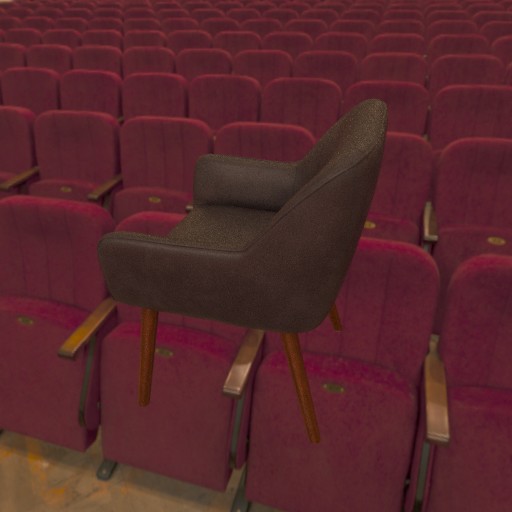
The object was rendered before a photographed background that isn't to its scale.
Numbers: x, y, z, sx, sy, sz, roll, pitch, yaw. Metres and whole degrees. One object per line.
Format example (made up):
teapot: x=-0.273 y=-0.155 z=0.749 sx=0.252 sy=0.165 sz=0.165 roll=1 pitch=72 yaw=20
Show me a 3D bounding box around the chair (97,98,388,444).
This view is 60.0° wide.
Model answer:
chair: x=0.000 y=0.000 z=1.262 sx=0.610 sy=0.828 sz=0.610 roll=9 pitch=33 yaw=14
